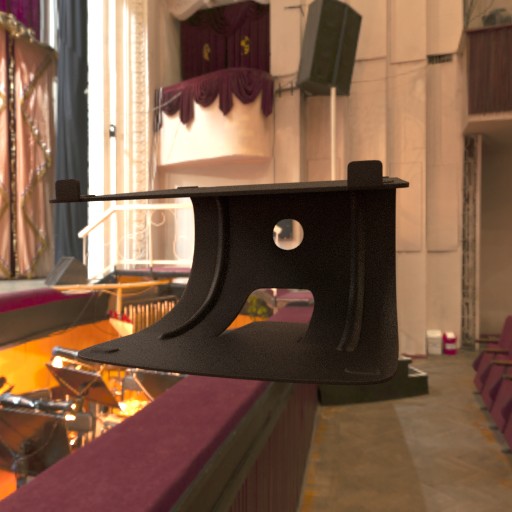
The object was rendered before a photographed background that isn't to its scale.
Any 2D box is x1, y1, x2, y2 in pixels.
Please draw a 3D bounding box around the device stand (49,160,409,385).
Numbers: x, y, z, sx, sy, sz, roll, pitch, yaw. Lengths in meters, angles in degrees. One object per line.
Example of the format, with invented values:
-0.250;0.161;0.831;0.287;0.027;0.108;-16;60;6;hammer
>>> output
0.000;0.000;0.396;0.256;0.155;0.236;0;0;18;device stand
